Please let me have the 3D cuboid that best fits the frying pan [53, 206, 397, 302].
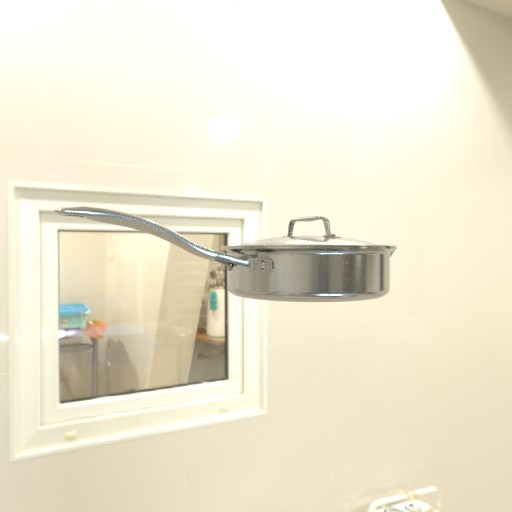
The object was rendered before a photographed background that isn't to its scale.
[{"bbox_3d":[0.000,0.000,0.583,0.492,0.111,0.245,0,1,-35],"label":"frying pan"}]
